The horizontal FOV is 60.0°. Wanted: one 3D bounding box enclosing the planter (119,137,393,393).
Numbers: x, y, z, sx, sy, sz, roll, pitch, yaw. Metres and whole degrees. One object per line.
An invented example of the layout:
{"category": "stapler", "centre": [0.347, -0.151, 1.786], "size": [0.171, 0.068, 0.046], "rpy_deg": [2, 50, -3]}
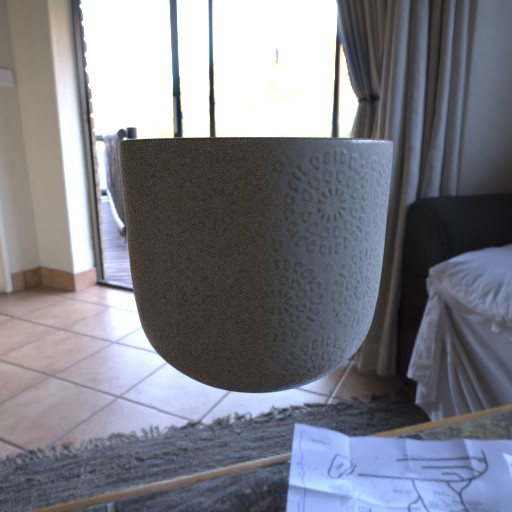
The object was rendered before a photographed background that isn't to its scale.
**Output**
{"category": "planter", "centre": [0.000, 0.000, 0.303], "size": [0.170, 0.152, 0.170], "rpy_deg": [0, 13, 0]}
